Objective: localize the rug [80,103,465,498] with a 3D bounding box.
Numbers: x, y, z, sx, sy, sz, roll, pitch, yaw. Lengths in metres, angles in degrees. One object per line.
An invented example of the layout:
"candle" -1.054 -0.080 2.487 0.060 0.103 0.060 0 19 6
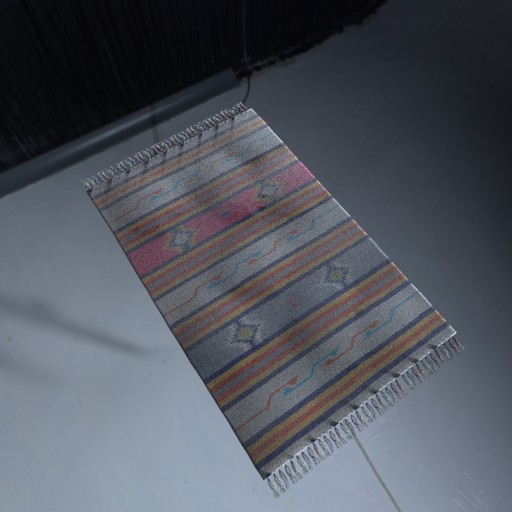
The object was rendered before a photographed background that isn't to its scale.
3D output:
"rug" 0.000 0.000 2.214 1.084 0.013 1.849 -31 67 -15
